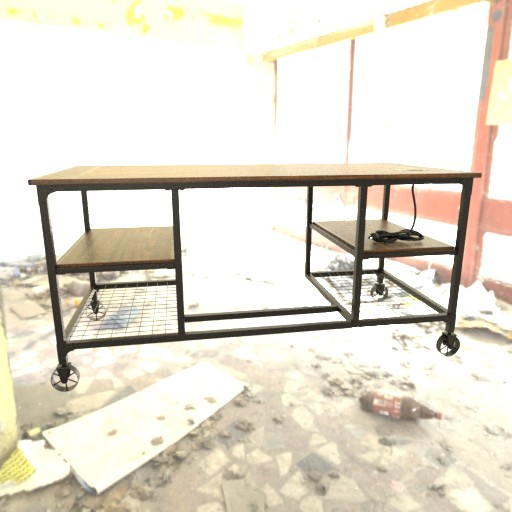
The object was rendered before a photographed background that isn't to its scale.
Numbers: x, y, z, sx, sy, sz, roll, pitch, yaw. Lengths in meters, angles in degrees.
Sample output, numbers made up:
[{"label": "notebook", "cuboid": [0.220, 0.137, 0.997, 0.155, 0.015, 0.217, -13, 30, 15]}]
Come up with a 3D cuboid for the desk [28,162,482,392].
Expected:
[{"label": "desk", "cuboid": [0.000, 0.000, 1.932, 1.590, 0.751, 0.711, -3, 15, -10]}]
